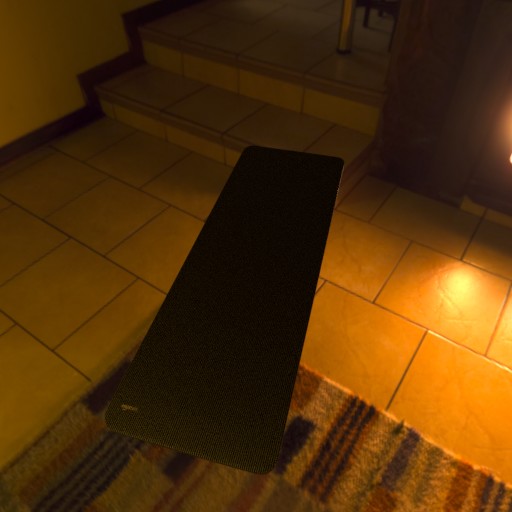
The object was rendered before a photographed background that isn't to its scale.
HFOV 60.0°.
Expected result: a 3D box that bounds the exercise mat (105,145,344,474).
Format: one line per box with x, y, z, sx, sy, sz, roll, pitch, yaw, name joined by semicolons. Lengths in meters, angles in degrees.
0.000;0.000;2.083;0.616;0.021;1.869;11;46;10;exercise mat
